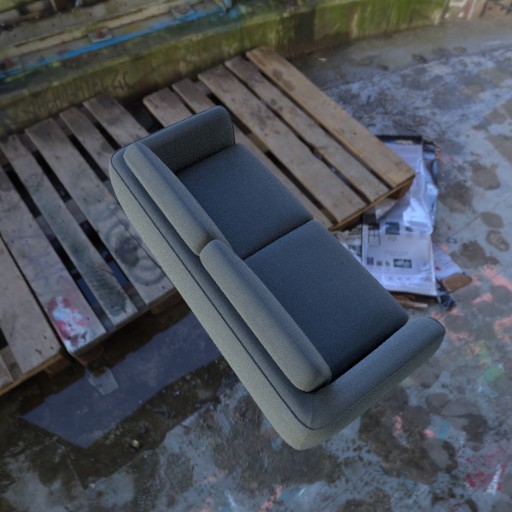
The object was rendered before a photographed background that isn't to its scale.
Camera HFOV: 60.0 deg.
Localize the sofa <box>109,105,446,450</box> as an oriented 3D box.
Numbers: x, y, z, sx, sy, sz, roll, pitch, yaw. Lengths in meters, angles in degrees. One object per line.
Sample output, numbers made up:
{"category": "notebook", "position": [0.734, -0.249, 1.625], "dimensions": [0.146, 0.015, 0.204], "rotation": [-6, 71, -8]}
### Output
{"category": "sofa", "position": [0.000, 0.000, 2.541], "dimensions": [0.920, 0.850, 2.000], "rotation": [-31, 63, -18]}
